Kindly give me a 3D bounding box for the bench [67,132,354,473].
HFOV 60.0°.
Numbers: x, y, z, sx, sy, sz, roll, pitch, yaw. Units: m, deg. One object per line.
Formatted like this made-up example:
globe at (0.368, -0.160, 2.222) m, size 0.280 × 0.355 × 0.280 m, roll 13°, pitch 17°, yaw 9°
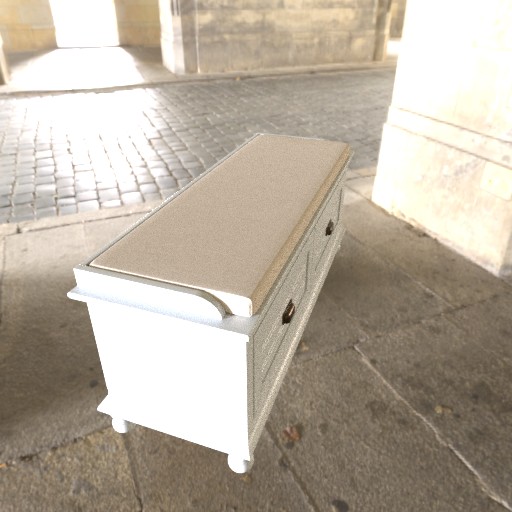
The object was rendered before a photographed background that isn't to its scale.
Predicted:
bench at (0.000, 0.000, 1.436) m, size 0.402 × 0.486 × 1.185 m, roll 10°, pitch 32°, yaw 17°
